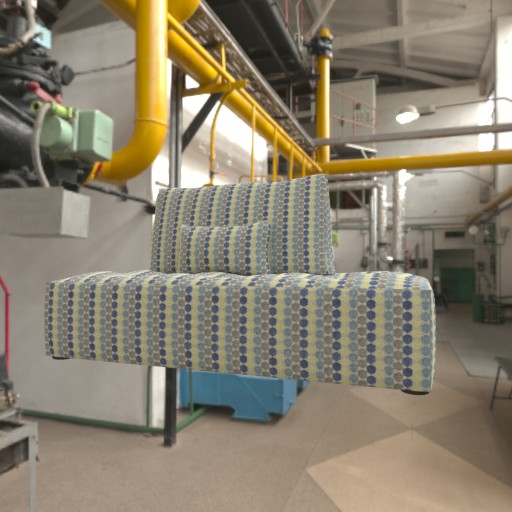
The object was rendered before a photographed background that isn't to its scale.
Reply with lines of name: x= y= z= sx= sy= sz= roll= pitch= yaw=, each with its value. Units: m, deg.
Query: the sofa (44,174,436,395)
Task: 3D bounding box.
sofa: x=0.000 y=0.000 z=1.962 sx=1.450 sy=0.820 sz=1.000 roll=0 pitch=-1 yaw=20
